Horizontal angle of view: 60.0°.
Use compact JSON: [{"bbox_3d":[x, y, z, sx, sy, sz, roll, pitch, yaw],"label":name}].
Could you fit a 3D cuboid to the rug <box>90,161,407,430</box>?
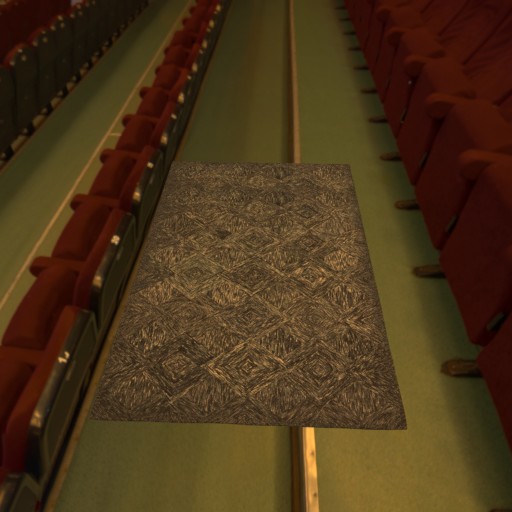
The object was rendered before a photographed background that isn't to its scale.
[{"bbox_3d":[0.000,0.000,2.210,1.139,0.010,1.754,1,43,1],"label":"rug"}]
